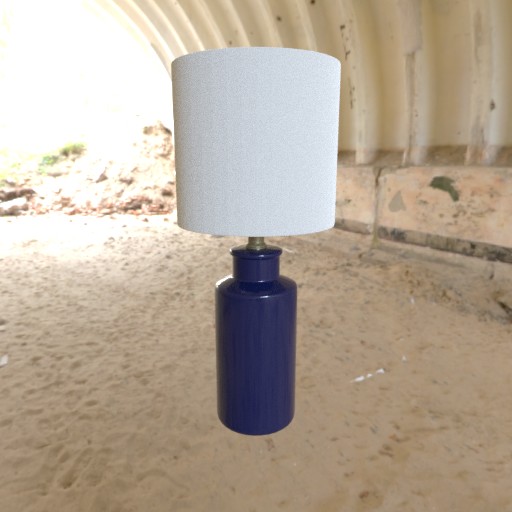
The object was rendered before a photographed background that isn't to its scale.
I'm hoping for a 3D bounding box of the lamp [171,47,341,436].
[{"bbox_3d":[0.000,0.000,0.617,0.212,0.493,0.212,6,14,26],"label":"lamp"}]
